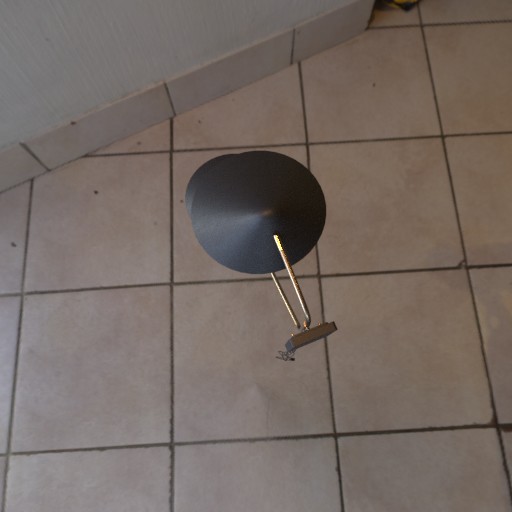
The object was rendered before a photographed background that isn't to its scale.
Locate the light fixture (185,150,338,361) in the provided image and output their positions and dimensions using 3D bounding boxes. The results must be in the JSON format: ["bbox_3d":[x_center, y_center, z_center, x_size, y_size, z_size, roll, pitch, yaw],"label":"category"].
[{"bbox_3d":[0.000,0.000,0.873,0.189,0.665,0.422,-21,75,-6],"label":"light fixture"}]
